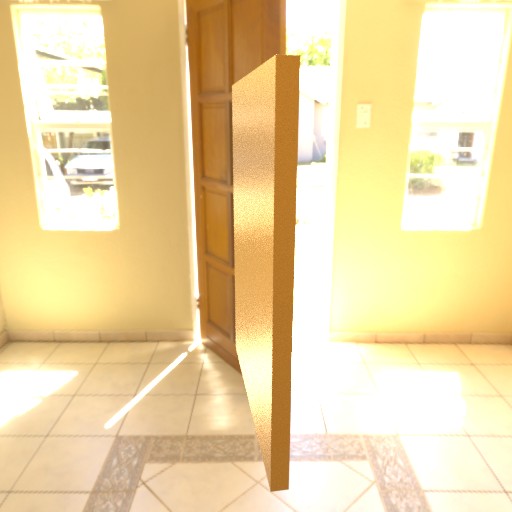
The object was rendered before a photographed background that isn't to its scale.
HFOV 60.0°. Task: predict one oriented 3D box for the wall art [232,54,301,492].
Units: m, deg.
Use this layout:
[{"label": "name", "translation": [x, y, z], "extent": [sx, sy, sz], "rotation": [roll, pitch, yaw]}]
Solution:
[{"label": "wall art", "translation": [0.000, 0.000, 1.068], "extent": [0.038, 0.812, 0.610], "rotation": [-3, 17, -9]}]
